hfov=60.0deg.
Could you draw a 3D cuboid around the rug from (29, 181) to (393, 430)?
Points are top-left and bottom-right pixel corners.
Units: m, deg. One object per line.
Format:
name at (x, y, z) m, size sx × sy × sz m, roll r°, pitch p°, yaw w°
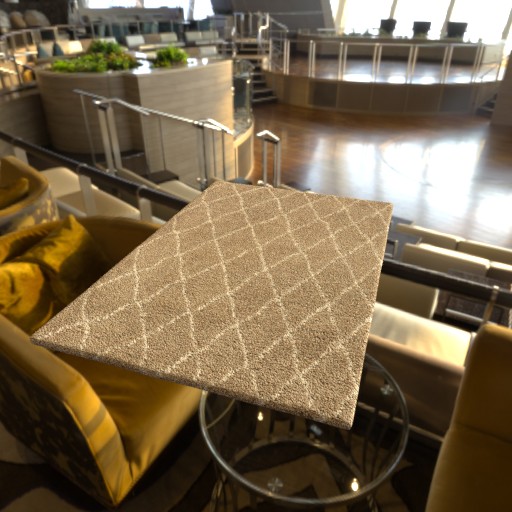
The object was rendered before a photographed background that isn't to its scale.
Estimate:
rug at (0.000, 0.000, 2.233) m, size 1.219 × 0.030 × 1.778 m, roll 10°, pitch 32°, yaw 16°
